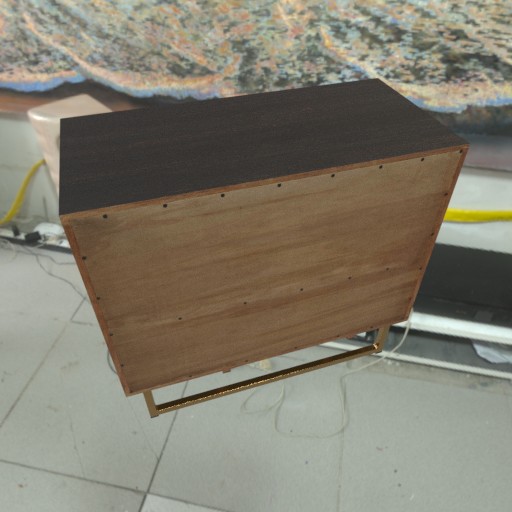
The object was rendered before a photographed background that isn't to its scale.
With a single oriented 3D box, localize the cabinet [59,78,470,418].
[{"bbox_3d":[0.000,0.000,1.416,0.950,0.860,0.451,-12,44,-13],"label":"cabinet"}]
